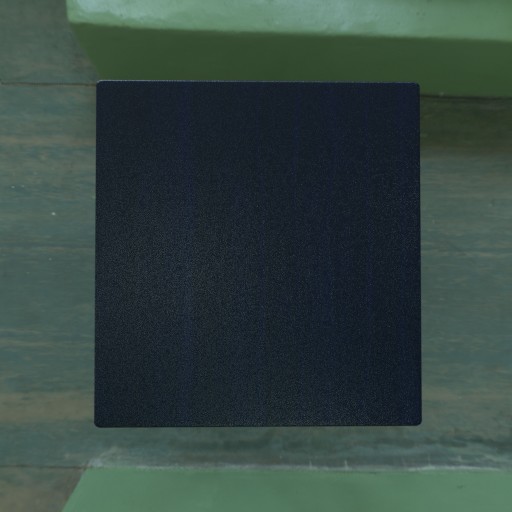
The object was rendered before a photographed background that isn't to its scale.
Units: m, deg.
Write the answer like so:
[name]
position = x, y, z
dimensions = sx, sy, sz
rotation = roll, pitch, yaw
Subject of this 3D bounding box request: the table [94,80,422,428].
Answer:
[table]
position = 0.000, 0.000, 0.959
dimensions = 0.500, 0.567, 0.533
rotation = 0, 89, -1
